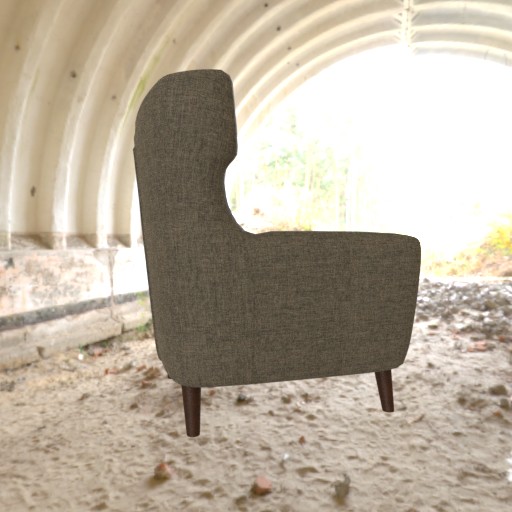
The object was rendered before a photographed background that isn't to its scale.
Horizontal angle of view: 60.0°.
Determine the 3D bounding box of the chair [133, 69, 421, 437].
[{"bbox_3d":[0.000,0.000,1.699,0.904,1.063,0.878,0,2,-17],"label":"chair"}]
